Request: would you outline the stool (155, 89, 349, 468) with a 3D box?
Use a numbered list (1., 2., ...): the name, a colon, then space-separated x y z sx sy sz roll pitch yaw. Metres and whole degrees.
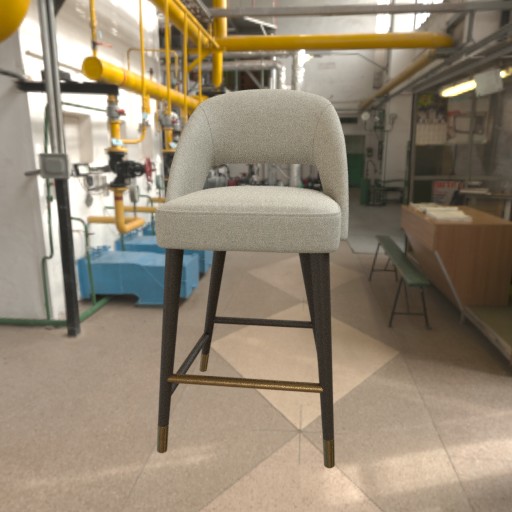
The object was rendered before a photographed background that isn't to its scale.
1. stool: 0.000 0.000 1.244 0.494 0.940 0.509 2 14 7
